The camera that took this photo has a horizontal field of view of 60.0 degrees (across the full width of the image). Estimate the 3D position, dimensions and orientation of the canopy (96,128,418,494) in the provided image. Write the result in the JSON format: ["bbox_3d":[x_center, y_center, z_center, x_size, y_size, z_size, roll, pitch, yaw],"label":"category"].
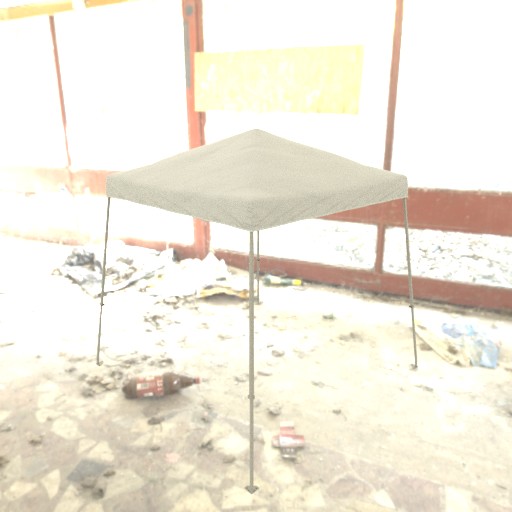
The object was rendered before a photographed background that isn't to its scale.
[{"bbox_3d":[0.000,0.000,6.481,3.600,3.600,3.599,-15,23,-42],"label":"canopy"}]
